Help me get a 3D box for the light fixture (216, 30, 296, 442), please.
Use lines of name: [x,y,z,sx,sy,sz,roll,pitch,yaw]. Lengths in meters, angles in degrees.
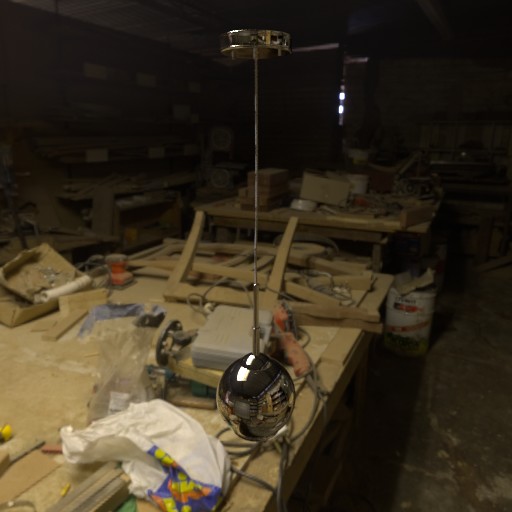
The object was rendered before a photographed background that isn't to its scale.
light fixture: [0.000,0.000,1.713,0.336,1.538,0.336,8,18,26]
